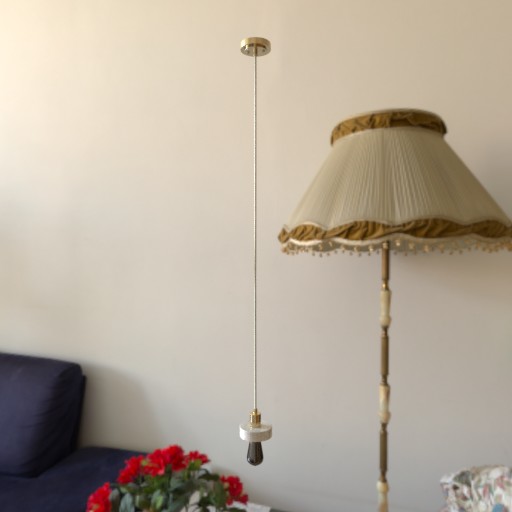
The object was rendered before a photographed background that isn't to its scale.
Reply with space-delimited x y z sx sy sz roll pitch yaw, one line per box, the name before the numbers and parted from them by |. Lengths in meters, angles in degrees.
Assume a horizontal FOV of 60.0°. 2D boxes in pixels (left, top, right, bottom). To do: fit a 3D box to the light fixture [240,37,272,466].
light fixture | 0.000 0.000 1.756 0.129 1.669 0.129 0 1 -17
